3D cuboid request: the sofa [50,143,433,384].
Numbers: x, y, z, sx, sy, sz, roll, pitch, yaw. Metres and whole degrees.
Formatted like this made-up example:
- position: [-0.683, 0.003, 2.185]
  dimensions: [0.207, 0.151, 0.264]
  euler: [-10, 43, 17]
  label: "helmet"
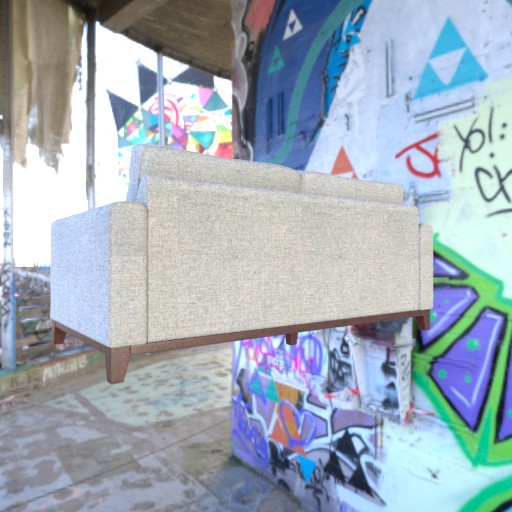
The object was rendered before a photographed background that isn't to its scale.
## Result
- position: [0.000, 0.000, 2.483]
  dimensions: [1.978, 0.892, 0.969]
  euler: [0, 0, -37]
  label: "sofa"
